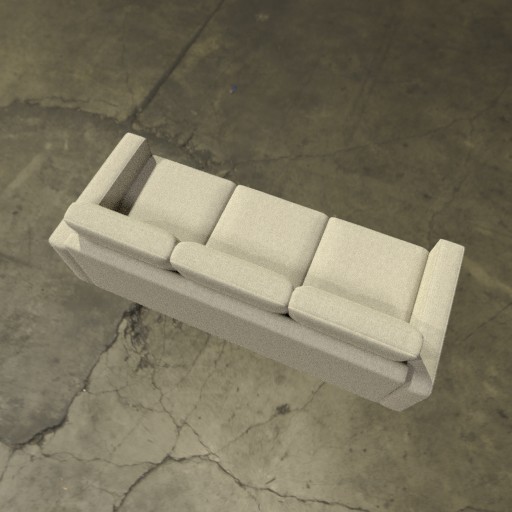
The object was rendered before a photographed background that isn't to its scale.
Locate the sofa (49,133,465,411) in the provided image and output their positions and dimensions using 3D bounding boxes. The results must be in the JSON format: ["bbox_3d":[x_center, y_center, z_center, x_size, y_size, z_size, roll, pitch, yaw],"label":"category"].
[{"bbox_3d":[0.000,0.000,2.587,2.160,0.800,0.900,21,65,10],"label":"sofa"}]
